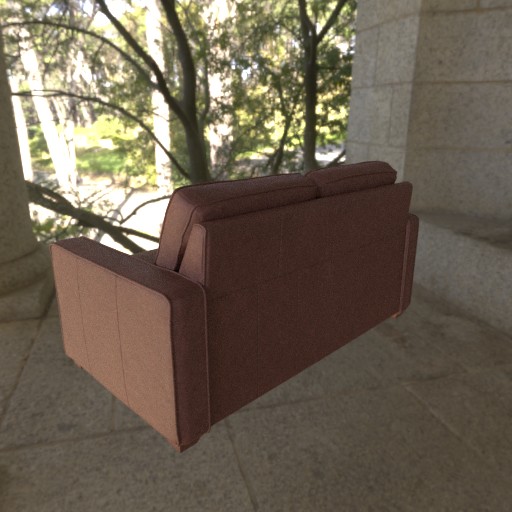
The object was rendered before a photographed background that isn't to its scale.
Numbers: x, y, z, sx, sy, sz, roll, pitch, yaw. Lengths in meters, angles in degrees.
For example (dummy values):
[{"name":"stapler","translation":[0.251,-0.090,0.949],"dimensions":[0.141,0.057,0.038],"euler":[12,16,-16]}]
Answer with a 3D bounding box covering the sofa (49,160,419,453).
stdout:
[{"name":"sofa","translation":[0.000,0.000,2.262],"dimensions":[0.947,0.918,1.709],"euler":[16,24,42]}]
